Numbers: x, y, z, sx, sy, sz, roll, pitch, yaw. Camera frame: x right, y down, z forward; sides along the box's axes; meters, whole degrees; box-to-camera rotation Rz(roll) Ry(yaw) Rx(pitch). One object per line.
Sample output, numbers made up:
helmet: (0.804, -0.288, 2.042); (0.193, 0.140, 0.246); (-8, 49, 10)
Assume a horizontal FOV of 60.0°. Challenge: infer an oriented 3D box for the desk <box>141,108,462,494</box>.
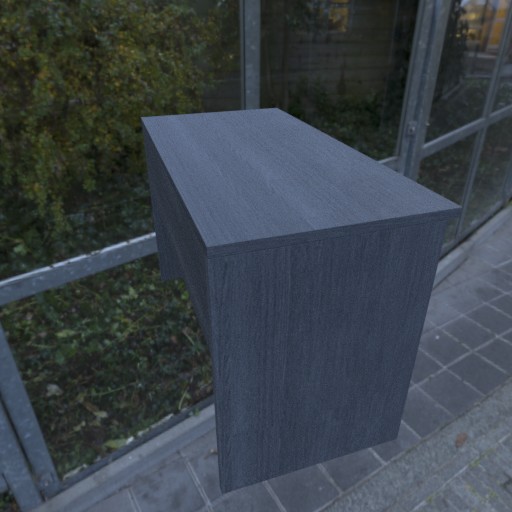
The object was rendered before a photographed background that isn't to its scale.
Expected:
desk: (0.000, 0.000, 1.499); (0.557, 0.729, 1.099); (-9, 31, -16)
